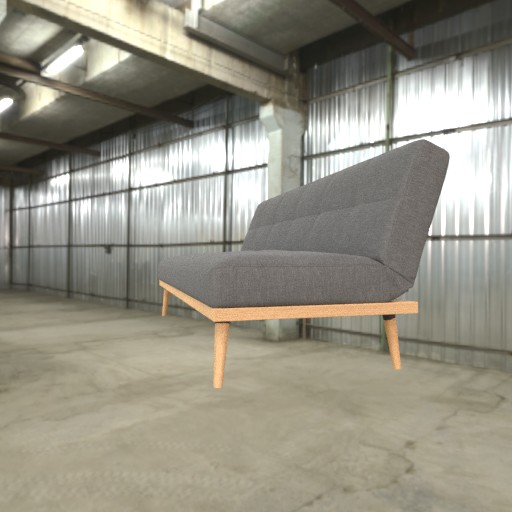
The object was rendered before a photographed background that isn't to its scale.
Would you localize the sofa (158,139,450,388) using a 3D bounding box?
[{"bbox_3d":[0.000,0.000,2.200,0.820,0.770,1.820,0,0,-17],"label":"sofa"}]
